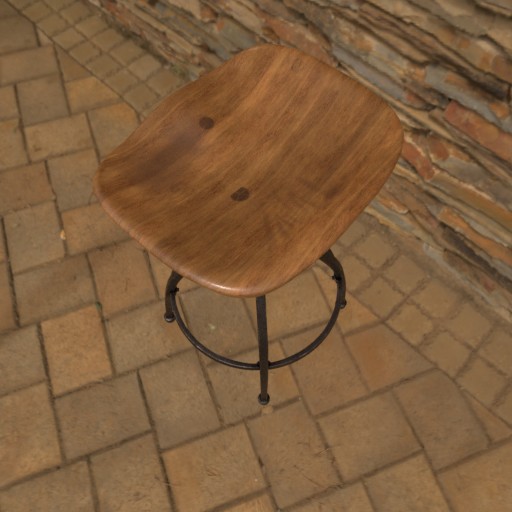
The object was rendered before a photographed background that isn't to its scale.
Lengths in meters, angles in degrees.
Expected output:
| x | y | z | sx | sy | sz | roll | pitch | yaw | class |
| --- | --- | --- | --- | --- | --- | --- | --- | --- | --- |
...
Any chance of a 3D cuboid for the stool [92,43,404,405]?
| x | y | z | sx | sy | sz | roll | pitch | yaw | class |
| --- | --- | --- | --- | --- | --- | --- | --- | --- | --- |
| 0.000 | 0.000 | 0.955 | 0.424 | 0.694 | 0.432 | 37 | 69 | 17 | stool |
